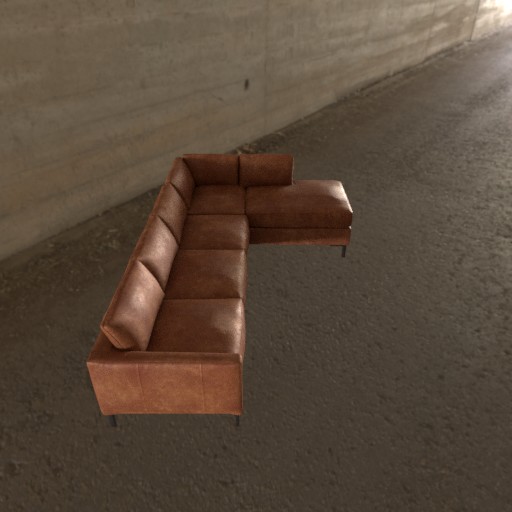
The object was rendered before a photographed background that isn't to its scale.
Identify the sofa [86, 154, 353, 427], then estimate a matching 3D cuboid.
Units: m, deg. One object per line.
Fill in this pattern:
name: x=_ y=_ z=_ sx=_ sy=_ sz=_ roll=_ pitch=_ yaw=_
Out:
sofa: x=0.000 y=0.000 z=3.896 sx=1.938 sy=0.877 sz=2.984 roll=0 pitch=33 yaw=0
